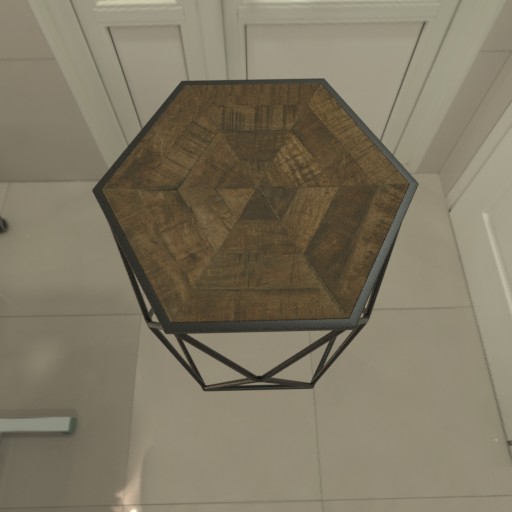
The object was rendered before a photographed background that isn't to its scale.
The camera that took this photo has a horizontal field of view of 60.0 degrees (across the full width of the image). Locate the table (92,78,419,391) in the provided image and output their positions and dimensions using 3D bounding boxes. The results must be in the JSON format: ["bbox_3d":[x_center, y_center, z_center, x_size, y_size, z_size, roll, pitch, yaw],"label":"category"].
[{"bbox_3d":[0.000,0.000,1.036,0.578,0.564,0.579,-1,64,-1],"label":"table"}]
